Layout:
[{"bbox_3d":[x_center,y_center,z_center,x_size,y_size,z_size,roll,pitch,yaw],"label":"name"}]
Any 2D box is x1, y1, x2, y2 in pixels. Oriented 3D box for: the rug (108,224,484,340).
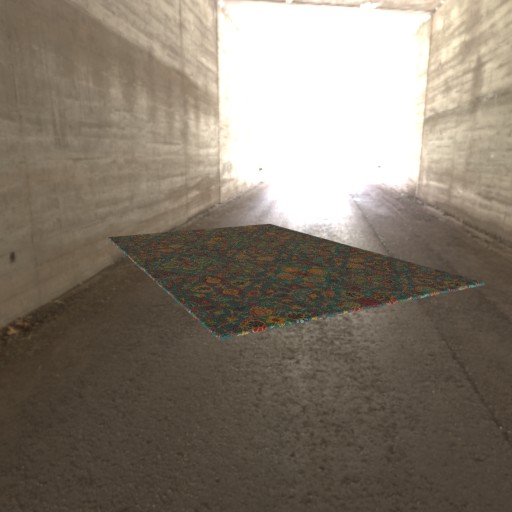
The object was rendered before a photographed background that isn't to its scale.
[{"bbox_3d":[0.000,0.000,2.977,1.527,0.016,2.290,-7,15,-27],"label":"rug"}]
